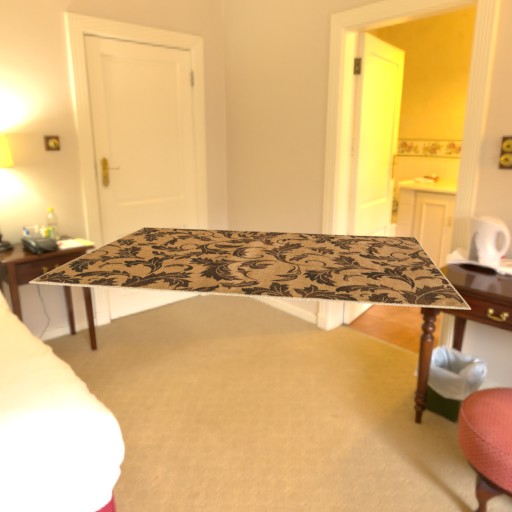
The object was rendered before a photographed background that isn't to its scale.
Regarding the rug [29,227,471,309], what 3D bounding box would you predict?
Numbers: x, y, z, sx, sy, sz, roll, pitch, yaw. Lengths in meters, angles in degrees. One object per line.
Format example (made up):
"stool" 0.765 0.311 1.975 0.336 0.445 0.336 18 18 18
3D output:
"rug" 0.000 0.000 2.955 2.284 0.008 1.522 3 15 9
